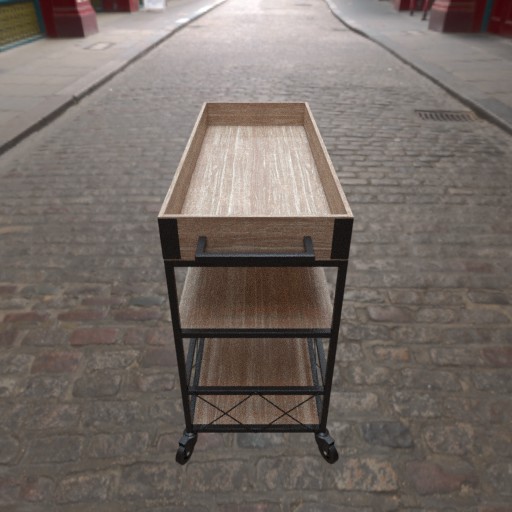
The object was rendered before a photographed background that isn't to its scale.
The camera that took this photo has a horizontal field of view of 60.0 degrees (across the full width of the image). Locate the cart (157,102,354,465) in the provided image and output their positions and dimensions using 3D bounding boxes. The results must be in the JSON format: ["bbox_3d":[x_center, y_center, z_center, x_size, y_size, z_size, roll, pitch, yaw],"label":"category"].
[{"bbox_3d":[0.000,0.000,1.507,0.500,0.787,1.101,0,32,0],"label":"cart"}]
